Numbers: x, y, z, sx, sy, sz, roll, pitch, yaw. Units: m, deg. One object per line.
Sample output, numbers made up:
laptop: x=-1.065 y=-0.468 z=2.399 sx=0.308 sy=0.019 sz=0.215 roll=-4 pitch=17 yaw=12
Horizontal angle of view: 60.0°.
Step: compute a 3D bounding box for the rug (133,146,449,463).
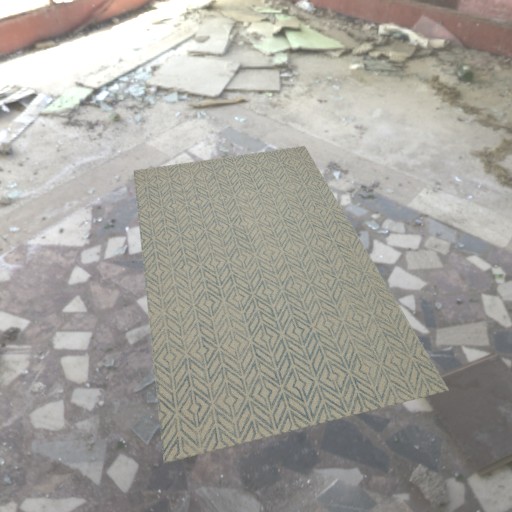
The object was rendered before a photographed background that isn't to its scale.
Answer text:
rug: x=0.000 y=0.000 z=3.069 sx=1.526 sy=0.008 sz=2.441 roll=-10 pitch=47 yaw=-10
